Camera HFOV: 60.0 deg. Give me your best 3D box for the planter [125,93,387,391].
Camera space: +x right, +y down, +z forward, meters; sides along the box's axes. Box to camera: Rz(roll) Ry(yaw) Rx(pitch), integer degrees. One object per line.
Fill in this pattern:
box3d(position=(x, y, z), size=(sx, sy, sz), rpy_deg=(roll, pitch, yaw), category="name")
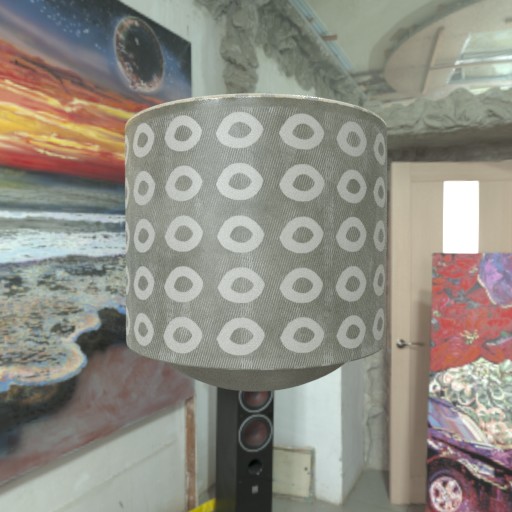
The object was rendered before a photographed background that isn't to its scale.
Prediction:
box3d(position=(0.000, 0.000, 0.444), size=(0.250, 0.239, 0.250), rpy_deg=(0, 1, 0), category="planter")
